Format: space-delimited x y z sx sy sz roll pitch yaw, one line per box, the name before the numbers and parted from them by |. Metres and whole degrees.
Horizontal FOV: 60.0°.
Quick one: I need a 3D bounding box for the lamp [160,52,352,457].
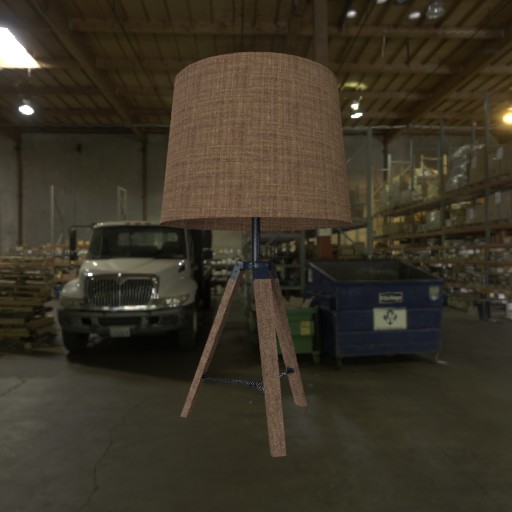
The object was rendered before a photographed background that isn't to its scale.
lamp | 0.000 0.000 0.682 0.290 0.514 0.290 0 0 0
